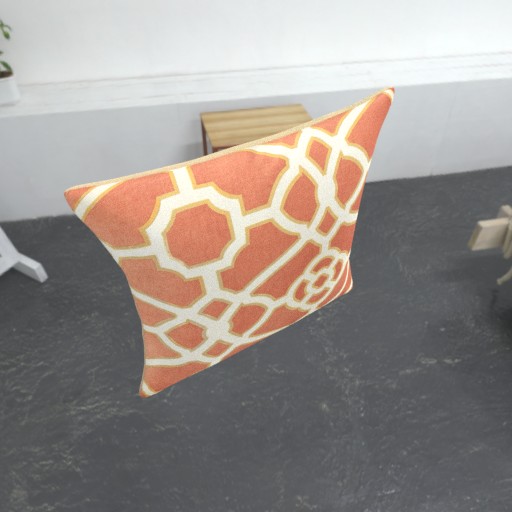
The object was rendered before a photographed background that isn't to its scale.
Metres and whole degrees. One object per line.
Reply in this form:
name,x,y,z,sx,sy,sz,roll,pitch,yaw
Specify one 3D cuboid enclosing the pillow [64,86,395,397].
pillow,0.000,0.000,0.819,0.552,0.508,0.166,-24,50,-22
